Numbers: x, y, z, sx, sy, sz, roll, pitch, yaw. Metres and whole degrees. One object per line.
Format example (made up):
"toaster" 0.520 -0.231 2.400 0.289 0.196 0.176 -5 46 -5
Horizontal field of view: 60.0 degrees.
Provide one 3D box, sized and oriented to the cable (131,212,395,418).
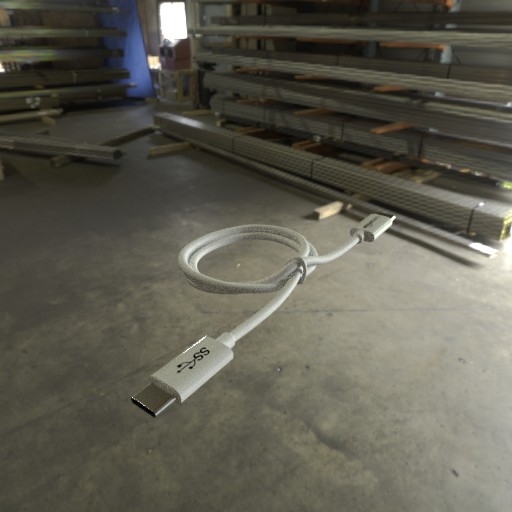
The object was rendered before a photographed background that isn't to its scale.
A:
"cable" 0.000 0.000 0.210 0.070 0.014 0.186 19 33 32
